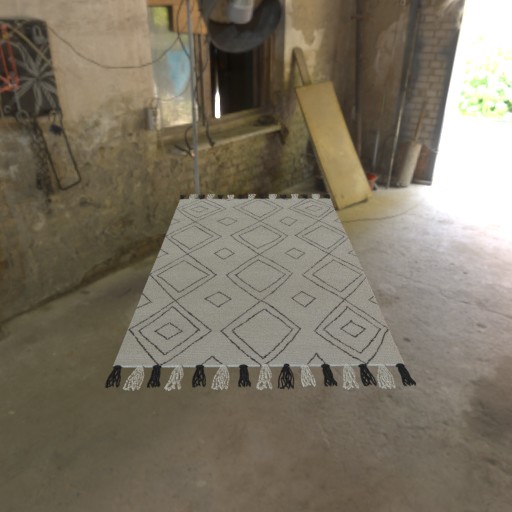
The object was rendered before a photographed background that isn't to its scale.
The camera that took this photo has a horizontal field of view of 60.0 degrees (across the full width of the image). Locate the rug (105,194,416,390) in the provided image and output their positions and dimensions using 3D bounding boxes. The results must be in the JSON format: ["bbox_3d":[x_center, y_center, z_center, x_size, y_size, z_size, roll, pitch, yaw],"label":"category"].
[{"bbox_3d":[0.000,0.000,3.329,1.524,0.021,2.755,0,27,0],"label":"rug"}]
